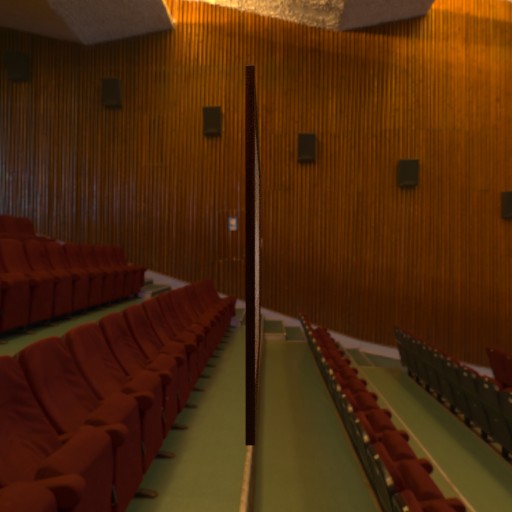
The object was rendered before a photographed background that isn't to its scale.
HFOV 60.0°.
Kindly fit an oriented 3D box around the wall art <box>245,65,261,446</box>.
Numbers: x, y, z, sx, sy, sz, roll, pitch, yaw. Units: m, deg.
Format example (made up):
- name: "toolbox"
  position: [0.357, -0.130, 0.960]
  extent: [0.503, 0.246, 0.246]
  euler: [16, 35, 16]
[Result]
- name: "wall art"
  position: [0.000, 0.000, 1.058]
  extent: [0.014, 0.559, 0.816]
  euler: [0, 0, 1]
